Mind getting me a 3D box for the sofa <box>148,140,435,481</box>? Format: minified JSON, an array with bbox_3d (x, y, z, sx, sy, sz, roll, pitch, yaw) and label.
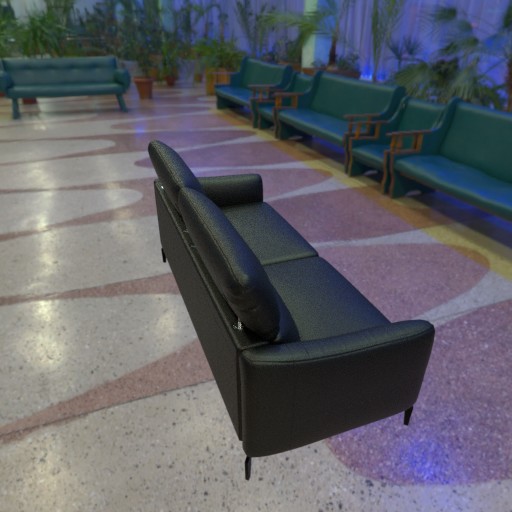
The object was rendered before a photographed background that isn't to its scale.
[{"bbox_3d":[0.000,0.000,2.501,0.856,0.957,2.069,-10,31,-18],"label":"sofa"}]
